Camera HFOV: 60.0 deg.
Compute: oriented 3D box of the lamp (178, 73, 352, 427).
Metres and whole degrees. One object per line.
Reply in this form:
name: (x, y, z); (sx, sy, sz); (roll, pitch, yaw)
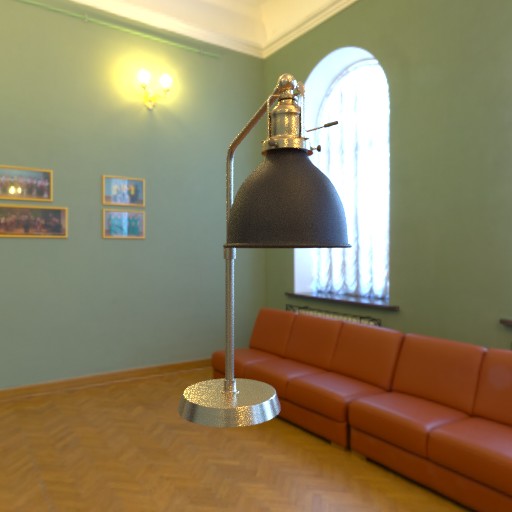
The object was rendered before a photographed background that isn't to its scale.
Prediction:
lamp: (0.000, 0.000, 0.609); (0.160, 0.456, 0.291); (0, 1, -36)
